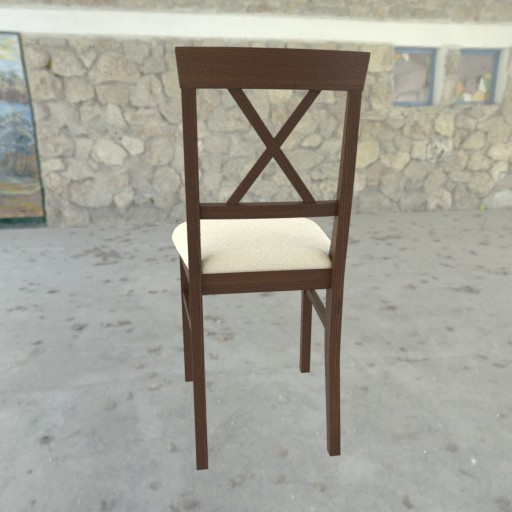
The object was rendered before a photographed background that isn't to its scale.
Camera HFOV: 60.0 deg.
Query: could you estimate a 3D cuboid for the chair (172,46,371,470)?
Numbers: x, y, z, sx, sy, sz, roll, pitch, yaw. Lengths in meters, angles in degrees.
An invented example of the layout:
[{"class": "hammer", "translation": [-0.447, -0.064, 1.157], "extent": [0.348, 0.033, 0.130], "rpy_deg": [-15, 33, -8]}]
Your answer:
[{"class": "chair", "translation": [0.000, 0.000, 1.152], "extent": [0.440, 0.913, 0.480], "rpy_deg": [-2, 15, -8]}]
